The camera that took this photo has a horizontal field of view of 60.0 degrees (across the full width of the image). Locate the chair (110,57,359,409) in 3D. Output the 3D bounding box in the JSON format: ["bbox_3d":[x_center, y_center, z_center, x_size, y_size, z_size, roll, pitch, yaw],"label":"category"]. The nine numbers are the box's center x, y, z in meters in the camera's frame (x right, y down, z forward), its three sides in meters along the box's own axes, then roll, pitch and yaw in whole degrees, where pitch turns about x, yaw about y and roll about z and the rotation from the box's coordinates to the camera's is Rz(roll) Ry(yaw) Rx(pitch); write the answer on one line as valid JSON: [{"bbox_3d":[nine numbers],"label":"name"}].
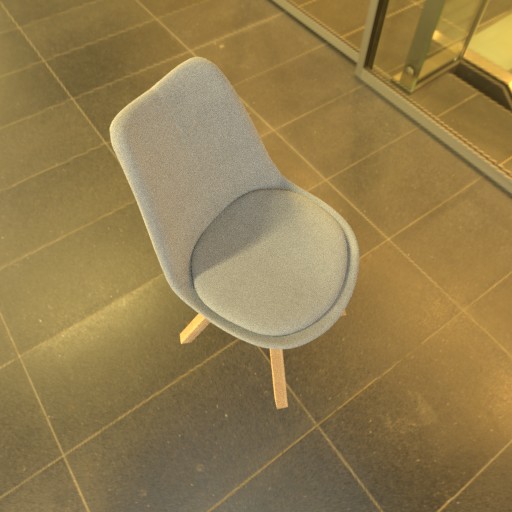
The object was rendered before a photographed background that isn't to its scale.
[{"bbox_3d":[0.000,0.000,1.209,0.549,0.863,0.474,31,63,18],"label":"chair"}]
